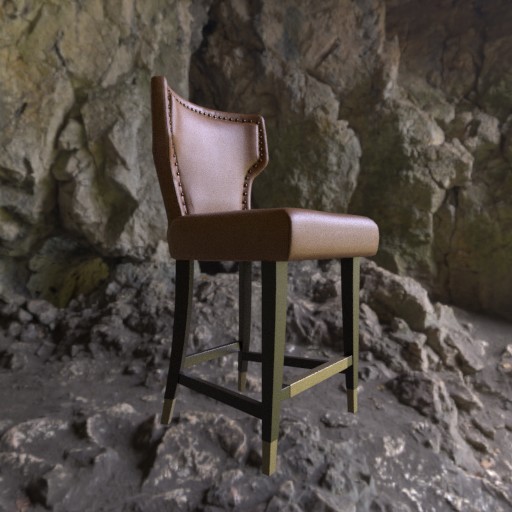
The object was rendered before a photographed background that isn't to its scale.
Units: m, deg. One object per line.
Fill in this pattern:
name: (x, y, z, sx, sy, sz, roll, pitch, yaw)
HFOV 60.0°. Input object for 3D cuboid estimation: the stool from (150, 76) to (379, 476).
stool: (0.000, 0.000, 1.311, 0.563, 0.982, 0.526, 1, 2, 36)
